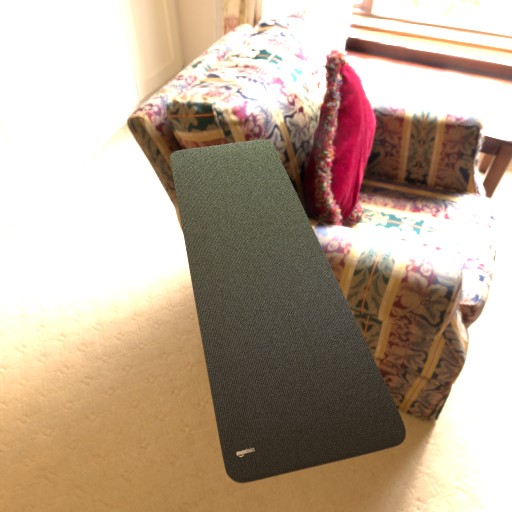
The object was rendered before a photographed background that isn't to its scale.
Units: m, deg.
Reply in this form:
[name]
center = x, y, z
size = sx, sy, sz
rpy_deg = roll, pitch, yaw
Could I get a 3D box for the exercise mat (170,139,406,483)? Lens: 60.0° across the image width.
[exercise mat]
center = 0.000, 0.000, 2.032
size = 0.616, 0.021, 1.869
rpy_deg = -10, 48, -9
